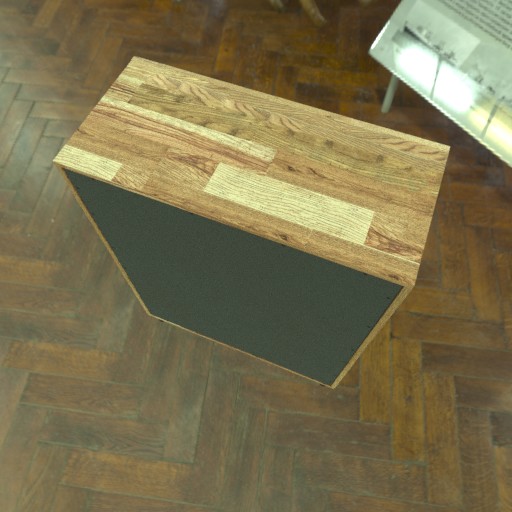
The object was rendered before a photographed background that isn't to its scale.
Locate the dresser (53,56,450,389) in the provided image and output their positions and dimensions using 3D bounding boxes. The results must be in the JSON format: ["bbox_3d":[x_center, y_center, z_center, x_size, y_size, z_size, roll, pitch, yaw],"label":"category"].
[{"bbox_3d":[0.000,0.000,1.738,0.966,1.243,0.480,20,64,10],"label":"dresser"}]
